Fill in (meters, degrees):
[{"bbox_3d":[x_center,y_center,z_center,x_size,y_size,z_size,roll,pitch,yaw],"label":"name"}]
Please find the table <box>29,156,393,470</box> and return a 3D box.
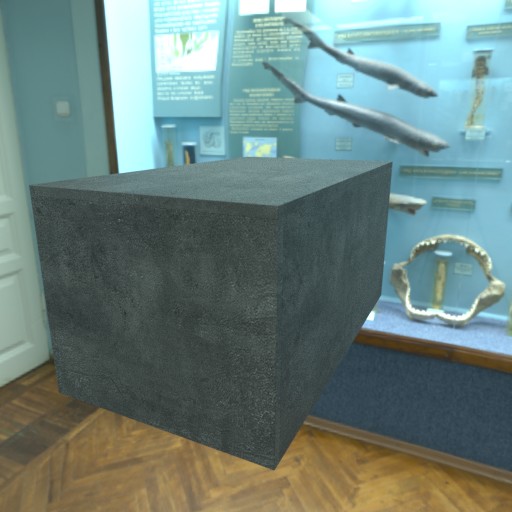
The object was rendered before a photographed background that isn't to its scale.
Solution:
[{"bbox_3d":[0.000,0.000,0.917,0.400,0.350,0.700,8,18,25],"label":"table"}]
